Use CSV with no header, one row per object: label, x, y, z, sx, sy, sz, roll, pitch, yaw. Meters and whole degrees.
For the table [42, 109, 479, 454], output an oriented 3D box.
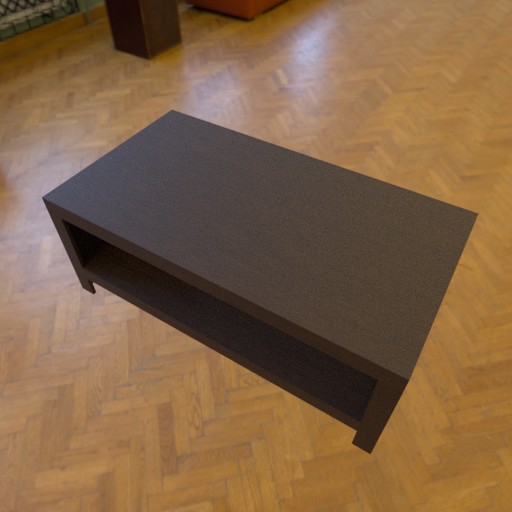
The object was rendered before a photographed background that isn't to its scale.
table,0.000,0.000,1.422,1.099,0.424,0.597,24,51,21
